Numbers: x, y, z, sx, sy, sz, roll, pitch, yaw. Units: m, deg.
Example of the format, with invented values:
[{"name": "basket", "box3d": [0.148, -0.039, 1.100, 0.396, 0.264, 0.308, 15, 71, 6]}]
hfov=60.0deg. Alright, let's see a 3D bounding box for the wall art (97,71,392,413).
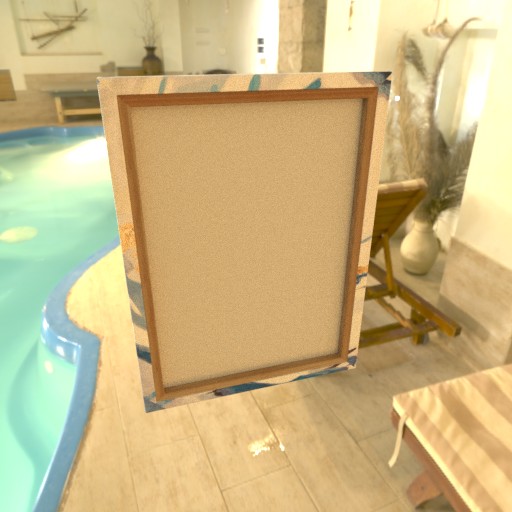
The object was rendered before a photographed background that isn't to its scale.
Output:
[{"name": "wall art", "box3d": [0.000, 0.000, 1.334, 0.761, 1.015, 0.038, -8, 27, -15]}]
